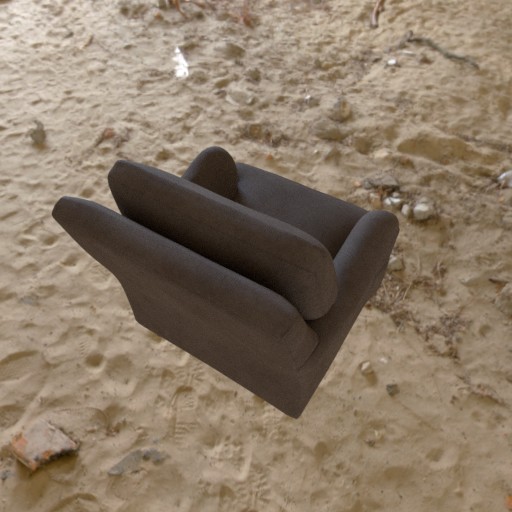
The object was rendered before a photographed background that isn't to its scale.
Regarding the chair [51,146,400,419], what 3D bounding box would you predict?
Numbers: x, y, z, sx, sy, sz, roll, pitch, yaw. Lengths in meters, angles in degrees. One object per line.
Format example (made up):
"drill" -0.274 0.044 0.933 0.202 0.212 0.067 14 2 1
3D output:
"chair" 0.000 0.000 1.857 0.955 0.997 1.070 26 52 22
